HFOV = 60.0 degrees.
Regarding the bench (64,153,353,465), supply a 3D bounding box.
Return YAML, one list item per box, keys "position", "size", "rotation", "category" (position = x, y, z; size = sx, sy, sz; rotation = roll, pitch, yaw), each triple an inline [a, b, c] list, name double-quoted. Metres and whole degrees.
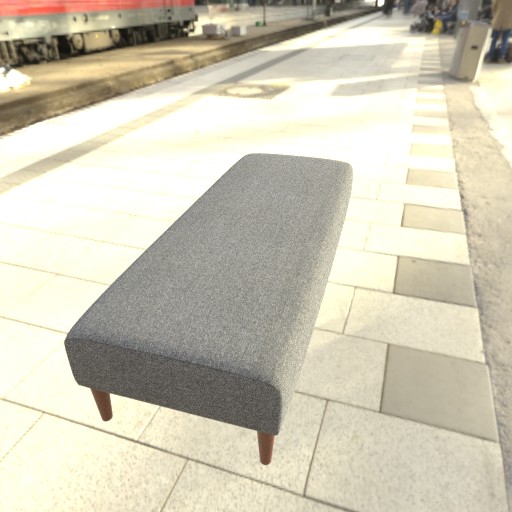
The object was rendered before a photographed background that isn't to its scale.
- position: [0.000, 0.000, 1.820]
  size: [0.631, 0.384, 1.598]
  rotation: [9, 32, 14]
  category: "bench"
